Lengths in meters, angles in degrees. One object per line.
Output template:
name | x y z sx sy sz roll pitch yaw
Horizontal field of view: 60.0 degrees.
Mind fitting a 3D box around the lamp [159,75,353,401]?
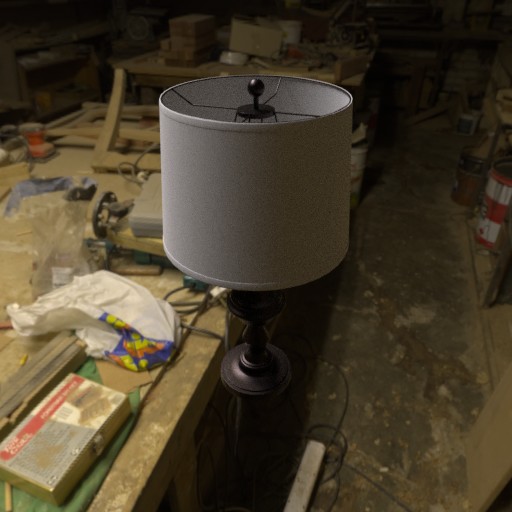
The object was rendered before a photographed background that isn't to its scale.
lamp | 0.000 0.000 0.958 0.383 0.726 0.383 0 33 0
